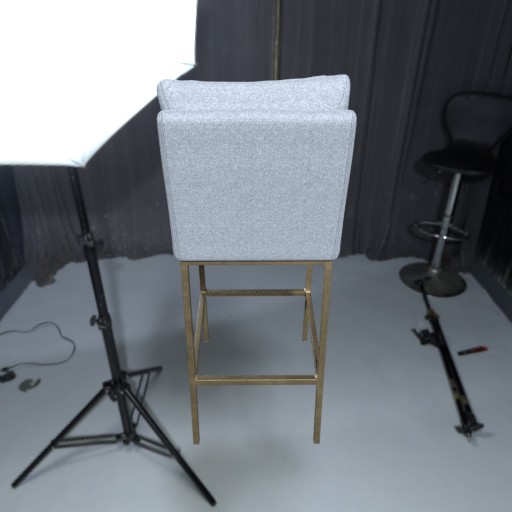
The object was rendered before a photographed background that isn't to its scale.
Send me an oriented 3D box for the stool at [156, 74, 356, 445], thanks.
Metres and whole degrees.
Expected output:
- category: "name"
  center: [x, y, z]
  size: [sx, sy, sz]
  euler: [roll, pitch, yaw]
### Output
- category: "stool"
  center: [0.000, 0.000, 1.422]
  size: [0.463, 1.130, 0.569]
  euler: [0, 29, 0]
